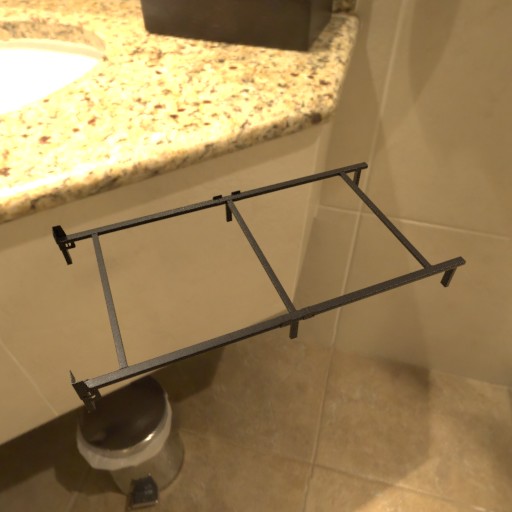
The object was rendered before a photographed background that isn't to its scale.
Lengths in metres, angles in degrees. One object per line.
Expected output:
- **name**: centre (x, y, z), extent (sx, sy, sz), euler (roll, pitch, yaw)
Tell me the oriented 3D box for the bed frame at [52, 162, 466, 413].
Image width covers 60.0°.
- **bed frame**: centre (0.000, 0.000, 2.325), extent (1.897, 0.248, 0.968), euler (-16, 48, -15)
